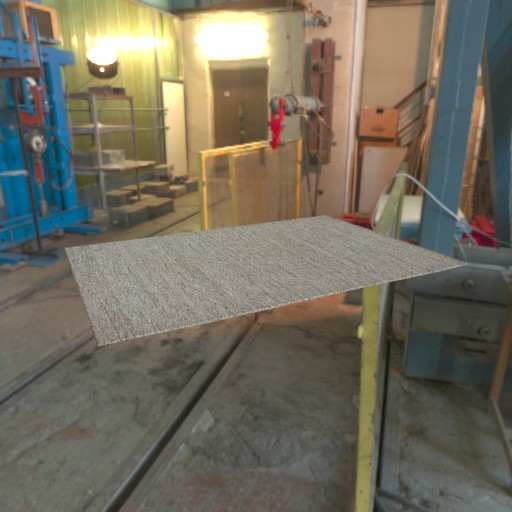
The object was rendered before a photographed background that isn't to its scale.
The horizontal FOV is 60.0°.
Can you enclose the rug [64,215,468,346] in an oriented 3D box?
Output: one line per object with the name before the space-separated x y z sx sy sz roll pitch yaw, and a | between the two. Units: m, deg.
rug | 0.000 0.000 3.003 2.283 0.013 1.547 -9 20 -26
